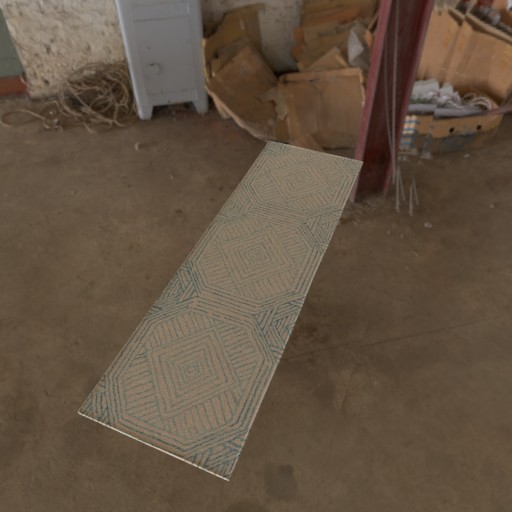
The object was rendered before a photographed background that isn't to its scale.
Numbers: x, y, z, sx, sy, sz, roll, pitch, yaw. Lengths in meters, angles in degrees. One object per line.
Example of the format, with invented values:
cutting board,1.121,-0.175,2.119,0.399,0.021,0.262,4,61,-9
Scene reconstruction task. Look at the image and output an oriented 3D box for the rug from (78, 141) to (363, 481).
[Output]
rug,0.000,0.000,2.711,0.775,0.012,2.452,17,49,15
